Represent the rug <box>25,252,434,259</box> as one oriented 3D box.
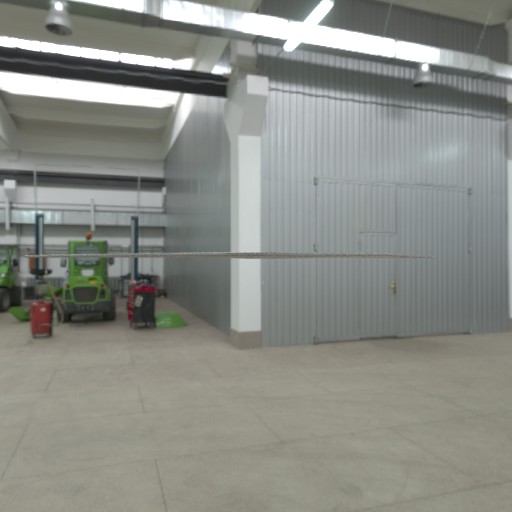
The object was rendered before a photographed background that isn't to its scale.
[{"bbox_3d":[0.000,0.000,4.232,2.434,0.045,3.202,0,-1,36],"label":"rug"}]
